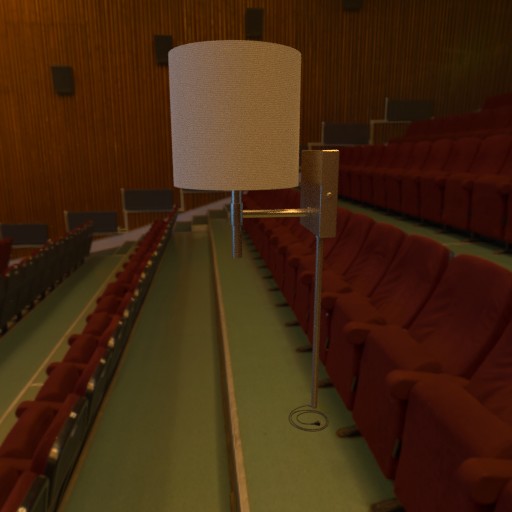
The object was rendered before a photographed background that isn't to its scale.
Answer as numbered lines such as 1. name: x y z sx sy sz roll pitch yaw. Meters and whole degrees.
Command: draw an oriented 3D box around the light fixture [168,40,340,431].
1. light fixture: 0.000 0.000 0.706 0.248 0.589 0.188 -2 14 -7
